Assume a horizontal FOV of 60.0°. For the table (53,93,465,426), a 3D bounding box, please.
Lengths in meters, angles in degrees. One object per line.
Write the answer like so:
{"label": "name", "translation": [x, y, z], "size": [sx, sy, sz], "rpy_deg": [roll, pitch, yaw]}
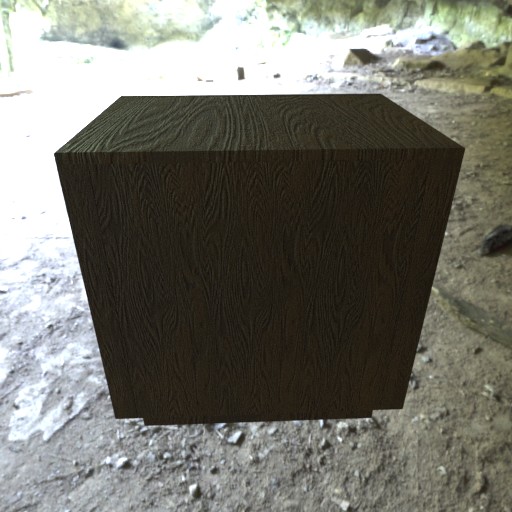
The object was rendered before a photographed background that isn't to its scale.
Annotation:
{"label": "table", "translation": [0.000, 0.000, 0.936], "size": [0.560, 0.585, 0.439], "rpy_deg": [-1, 30, -2]}
